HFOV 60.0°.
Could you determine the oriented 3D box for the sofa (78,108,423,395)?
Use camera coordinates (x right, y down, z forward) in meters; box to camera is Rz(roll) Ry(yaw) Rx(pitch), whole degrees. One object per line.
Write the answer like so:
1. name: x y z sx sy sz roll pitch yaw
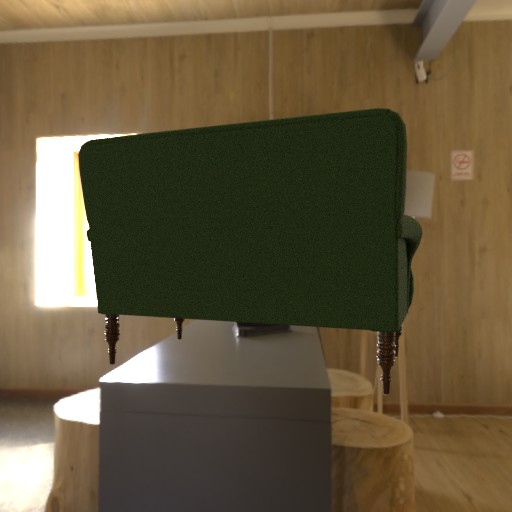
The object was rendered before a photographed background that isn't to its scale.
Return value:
1. sofa: 0.000 0.000 1.844 1.297 0.889 0.779 0 1 21
